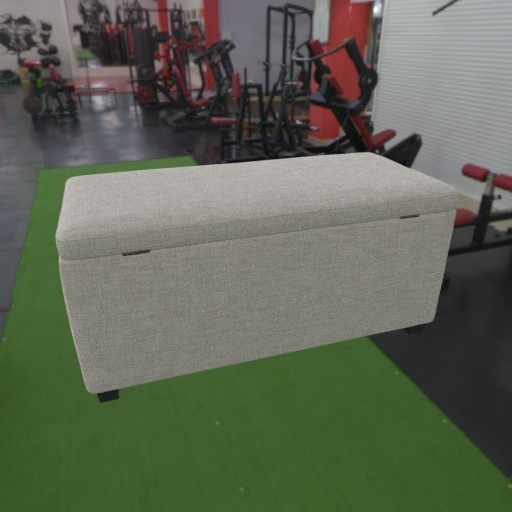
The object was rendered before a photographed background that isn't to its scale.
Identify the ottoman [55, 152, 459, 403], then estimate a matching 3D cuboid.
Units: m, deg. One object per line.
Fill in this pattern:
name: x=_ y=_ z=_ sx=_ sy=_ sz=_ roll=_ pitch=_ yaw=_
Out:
ottoman: x=0.000 y=0.000 z=1.155 sx=0.902 sy=0.432 sz=0.419 roll=-8 pitch=27 yaw=-16
